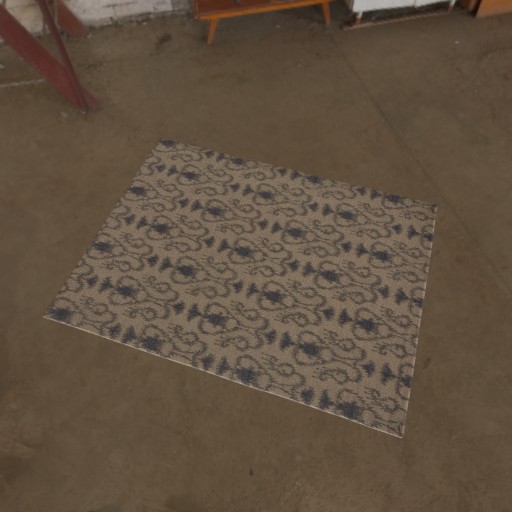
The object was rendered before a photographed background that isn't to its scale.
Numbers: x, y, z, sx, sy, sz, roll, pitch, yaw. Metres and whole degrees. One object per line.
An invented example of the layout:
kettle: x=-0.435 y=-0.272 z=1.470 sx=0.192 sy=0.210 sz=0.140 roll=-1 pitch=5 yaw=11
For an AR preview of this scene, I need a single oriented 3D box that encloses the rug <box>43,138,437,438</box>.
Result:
rug: x=0.000 y=0.000 z=4.298 sx=3.205 sy=0.015 sz=2.437 roll=16 pitch=58 yaw=10
